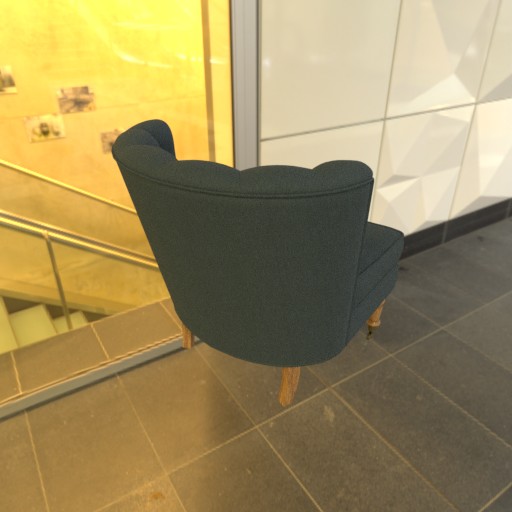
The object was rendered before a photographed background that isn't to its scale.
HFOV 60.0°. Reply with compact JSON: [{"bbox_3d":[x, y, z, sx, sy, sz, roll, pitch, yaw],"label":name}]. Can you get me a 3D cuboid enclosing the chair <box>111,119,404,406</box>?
[{"bbox_3d":[0.000,0.000,1.364,0.740,0.771,0.718,21,36,32],"label":"chair"}]
